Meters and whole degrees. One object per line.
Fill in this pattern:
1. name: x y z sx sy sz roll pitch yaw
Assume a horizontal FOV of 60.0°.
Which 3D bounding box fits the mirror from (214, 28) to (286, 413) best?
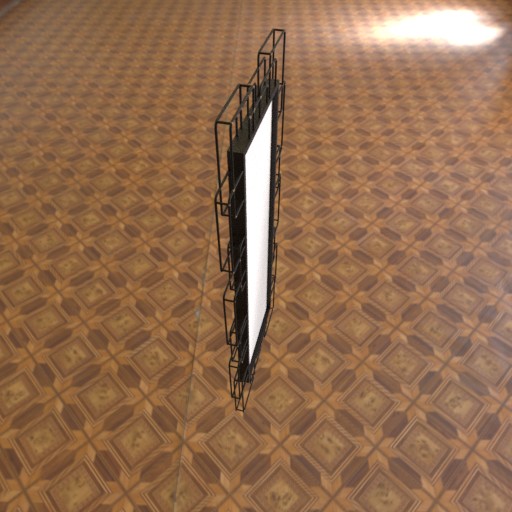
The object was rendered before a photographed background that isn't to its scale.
1. mirror: 0.000 0.000 1.399 0.037 1.192 0.565 10 47 10
